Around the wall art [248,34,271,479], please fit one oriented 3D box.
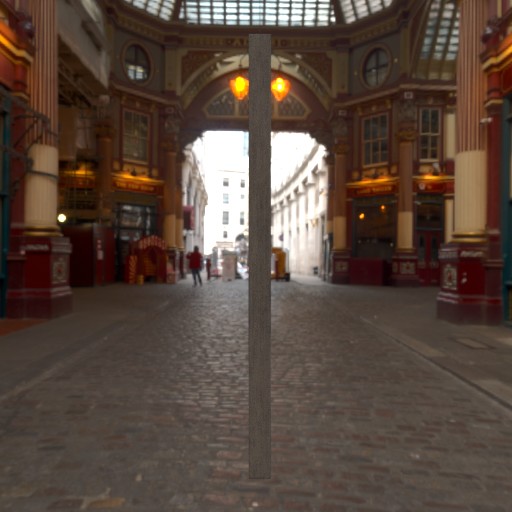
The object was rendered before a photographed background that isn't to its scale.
[{"bbox_3d":[0.000,0.000,1.140,0.038,0.762,0.762,0,0,-1],"label":"wall art"}]
